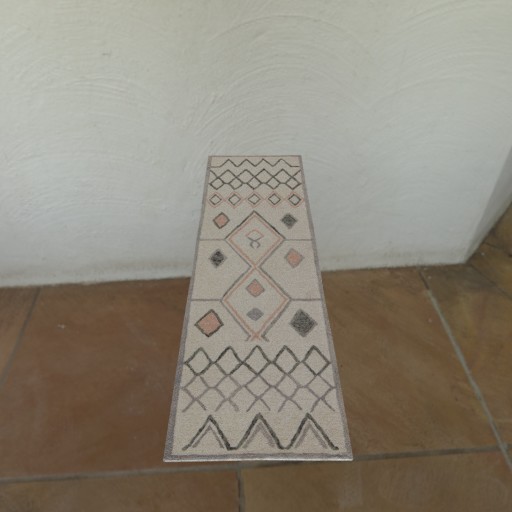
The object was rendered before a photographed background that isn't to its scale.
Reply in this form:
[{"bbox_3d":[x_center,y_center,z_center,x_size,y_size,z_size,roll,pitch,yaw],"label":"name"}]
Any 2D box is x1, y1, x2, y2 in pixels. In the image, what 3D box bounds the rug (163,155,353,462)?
[{"bbox_3d":[0.000,0.000,2.657,0.750,0.011,2.435,0,42,0],"label":"rug"}]
